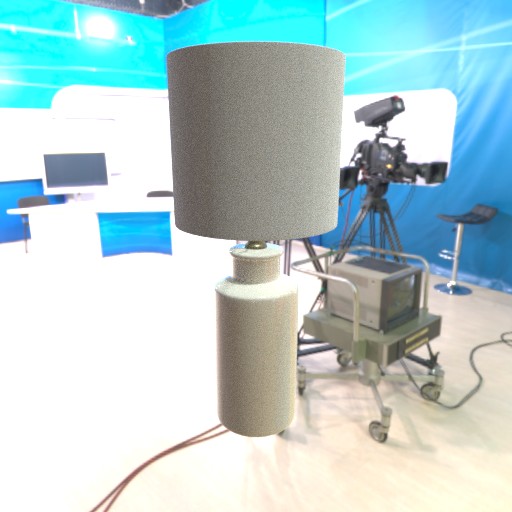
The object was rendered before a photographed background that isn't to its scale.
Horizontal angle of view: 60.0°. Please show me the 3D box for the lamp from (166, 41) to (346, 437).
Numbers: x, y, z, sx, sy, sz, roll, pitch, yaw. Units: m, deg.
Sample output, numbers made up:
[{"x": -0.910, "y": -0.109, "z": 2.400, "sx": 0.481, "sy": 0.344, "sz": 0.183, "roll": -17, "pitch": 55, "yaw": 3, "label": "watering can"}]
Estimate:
[{"x": 0.000, "y": 0.000, "z": 0.599, "sx": 0.212, "sy": 0.493, "sz": 0.212, "roll": 2, "pitch": 16, "yaw": 8, "label": "lamp"}]
